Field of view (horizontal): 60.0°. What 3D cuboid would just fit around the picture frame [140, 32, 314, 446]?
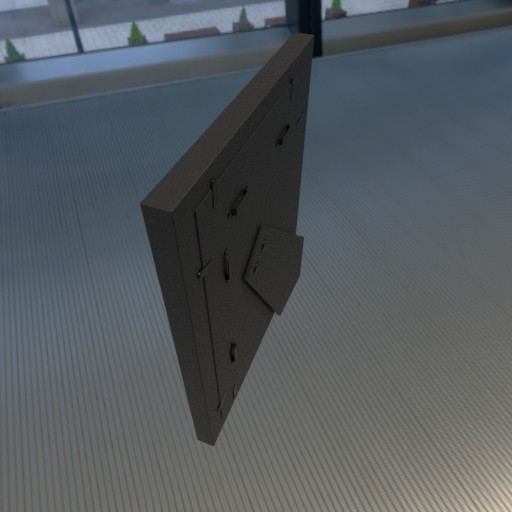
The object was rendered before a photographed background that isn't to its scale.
[{"bbox_3d":[0.000,0.000,0.511,0.036,0.383,0.307,16,49,15],"label":"picture frame"}]
